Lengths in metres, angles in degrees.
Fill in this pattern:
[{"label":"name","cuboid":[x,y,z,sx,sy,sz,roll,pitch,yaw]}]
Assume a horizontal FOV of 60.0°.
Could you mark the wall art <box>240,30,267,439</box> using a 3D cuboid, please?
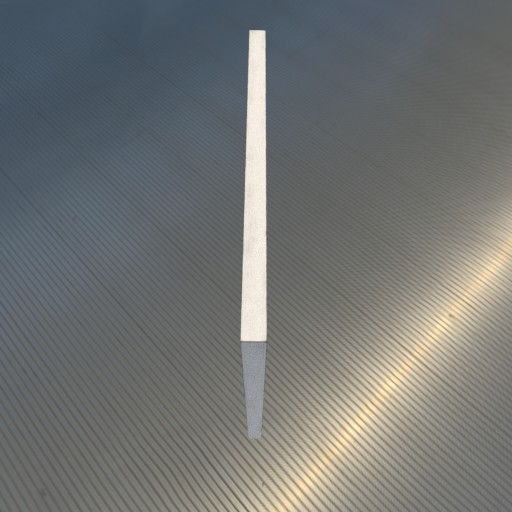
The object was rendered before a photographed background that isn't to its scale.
[{"label":"wall art","cuboid":[0.000,0.000,1.152,0.038,0.762,0.762,0,58,0]}]
